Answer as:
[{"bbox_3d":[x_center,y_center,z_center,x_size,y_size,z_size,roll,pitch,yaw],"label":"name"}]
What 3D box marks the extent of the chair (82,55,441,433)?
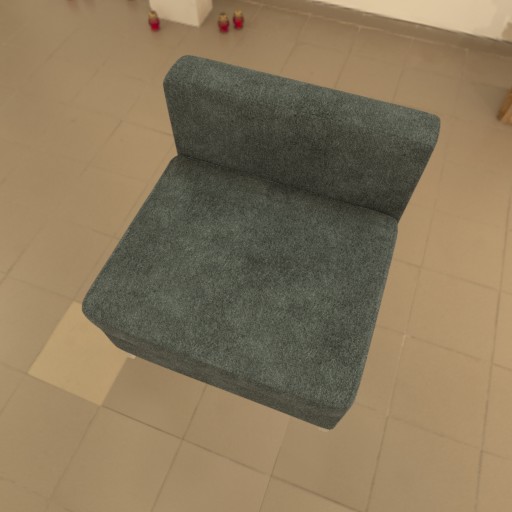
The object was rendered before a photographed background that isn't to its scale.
[{"bbox_3d":[0.000,0.000,1.195,0.680,0.660,0.680,18,61,10],"label":"chair"}]
